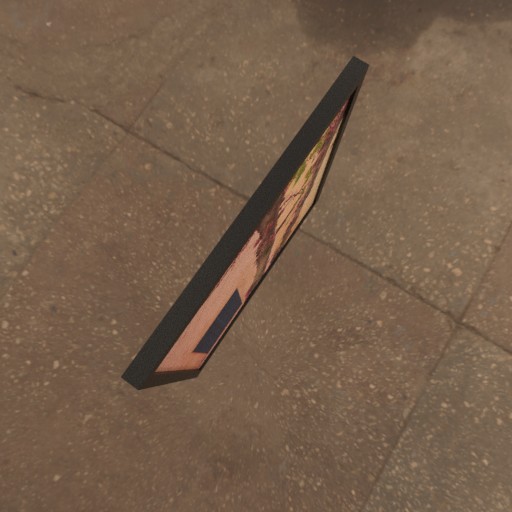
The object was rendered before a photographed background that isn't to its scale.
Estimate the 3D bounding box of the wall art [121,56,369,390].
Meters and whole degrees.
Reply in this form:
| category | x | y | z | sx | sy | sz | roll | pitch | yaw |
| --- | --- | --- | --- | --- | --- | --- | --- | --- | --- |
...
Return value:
| category | x | y | z | sx | sy | sz | roll | pitch | yaw |
| --- | --- | --- | --- | --- | --- | --- | --- | --- | --- |
| wall art | 0.000 | 0.000 | 1.193 | 0.038 | 0.762 | 0.762 | 33 | 79 | 8 |
